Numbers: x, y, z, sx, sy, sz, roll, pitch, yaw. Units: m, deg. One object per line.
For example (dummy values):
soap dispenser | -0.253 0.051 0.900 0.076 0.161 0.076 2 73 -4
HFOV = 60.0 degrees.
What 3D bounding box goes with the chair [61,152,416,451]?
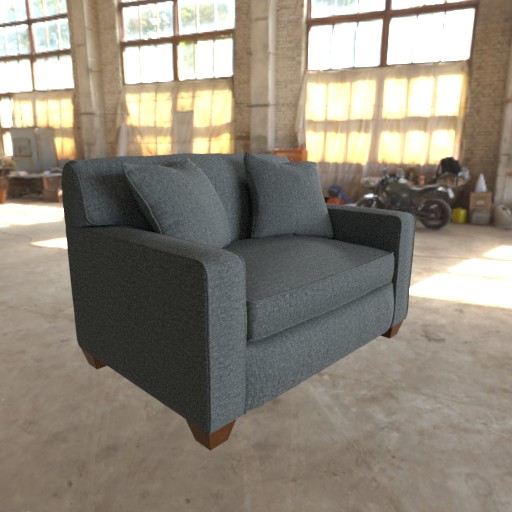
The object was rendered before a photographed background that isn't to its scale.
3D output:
chair | 0.000 0.000 2.096 1.000 0.948 1.383 13 19 42
